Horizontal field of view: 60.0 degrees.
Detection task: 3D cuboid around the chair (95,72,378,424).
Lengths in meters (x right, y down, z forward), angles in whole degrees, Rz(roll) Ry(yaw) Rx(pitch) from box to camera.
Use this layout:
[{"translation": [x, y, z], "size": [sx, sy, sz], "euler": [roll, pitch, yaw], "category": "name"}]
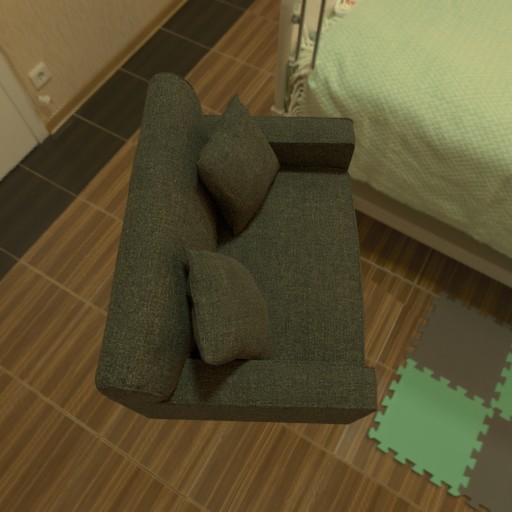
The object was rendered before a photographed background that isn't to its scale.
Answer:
[{"translation": [0.000, 0.000, 2.039], "size": [1.000, 0.948, 1.383], "euler": [1, 64, 1], "category": "chair"}]
